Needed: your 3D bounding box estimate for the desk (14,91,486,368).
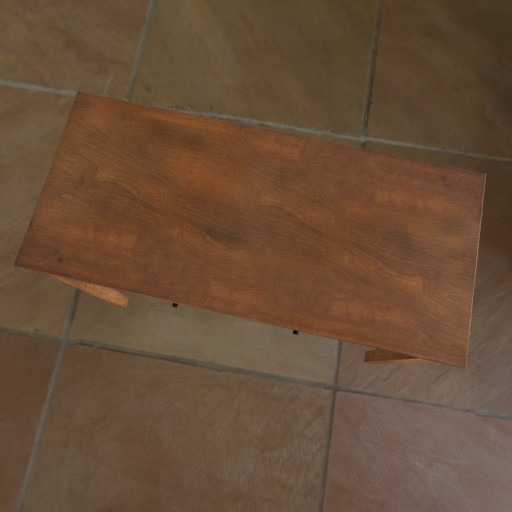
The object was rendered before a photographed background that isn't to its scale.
[{"bbox_3d":[0.000,0.000,1.495,1.117,0.762,0.508,12,76,3],"label":"desk"}]
